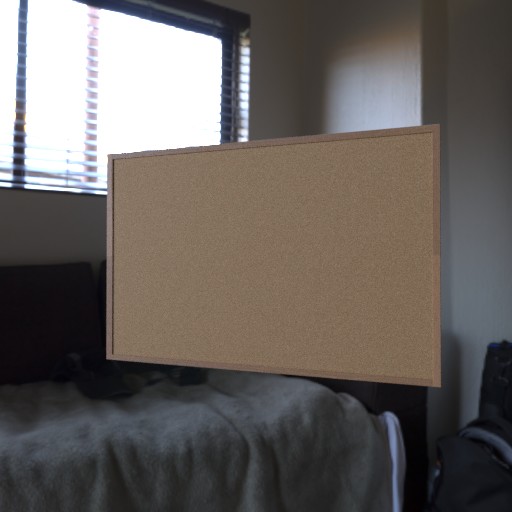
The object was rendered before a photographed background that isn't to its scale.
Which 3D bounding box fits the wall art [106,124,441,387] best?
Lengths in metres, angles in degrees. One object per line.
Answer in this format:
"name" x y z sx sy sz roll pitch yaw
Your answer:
"wall art" 0.000 0.000 0.797 0.613 0.407 0.035 0 -1 18
